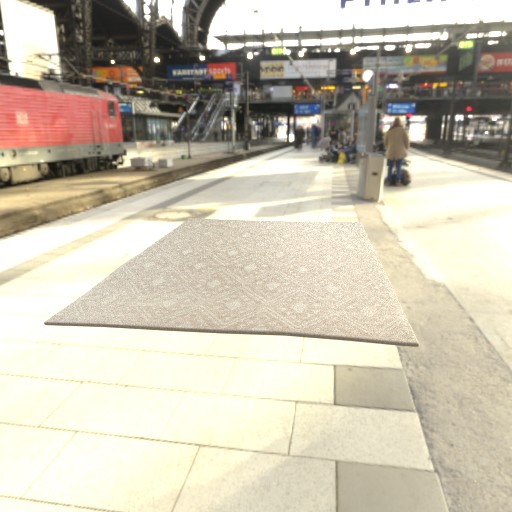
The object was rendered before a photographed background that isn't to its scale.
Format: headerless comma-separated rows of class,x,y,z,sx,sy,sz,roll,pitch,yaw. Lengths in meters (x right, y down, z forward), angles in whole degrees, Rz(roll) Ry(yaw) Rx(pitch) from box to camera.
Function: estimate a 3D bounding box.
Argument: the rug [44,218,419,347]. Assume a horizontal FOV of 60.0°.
rug,0.000,0.000,2.312,1.252,0.034,1.829,2,16,7
